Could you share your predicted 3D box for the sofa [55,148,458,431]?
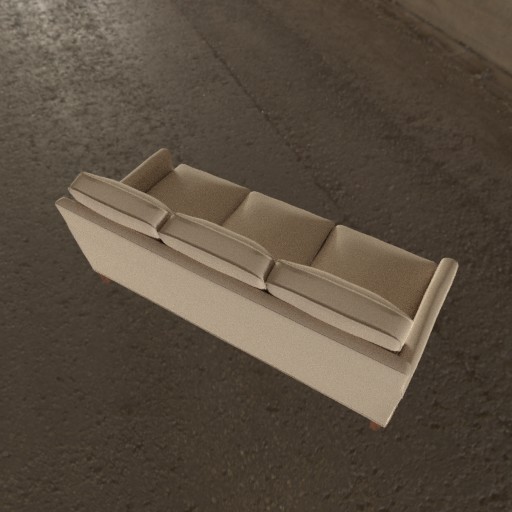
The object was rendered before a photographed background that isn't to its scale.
[{"bbox_3d":[0.000,0.000,2.815,2.246,1.003,1.084,24,52,20],"label":"sofa"}]
